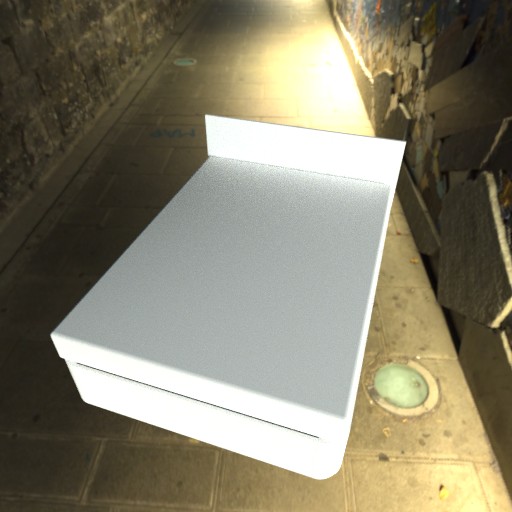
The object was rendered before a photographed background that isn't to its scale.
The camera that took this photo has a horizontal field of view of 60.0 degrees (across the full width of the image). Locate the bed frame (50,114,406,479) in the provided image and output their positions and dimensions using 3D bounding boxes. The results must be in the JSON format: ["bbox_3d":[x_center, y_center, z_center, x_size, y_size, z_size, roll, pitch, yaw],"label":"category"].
[{"bbox_3d":[0.000,0.000,2.584,1.400,0.800,1.900,12,41,14],"label":"bed frame"}]
